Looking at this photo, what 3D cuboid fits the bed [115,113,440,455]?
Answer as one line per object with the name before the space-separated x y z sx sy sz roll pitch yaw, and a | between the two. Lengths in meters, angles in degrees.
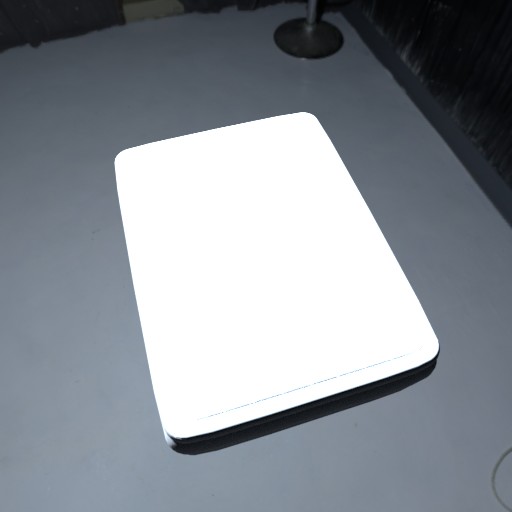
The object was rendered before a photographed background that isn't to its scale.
bed | 0.000 0.000 2.778 1.520 0.460 2.036 -15 59 -9
